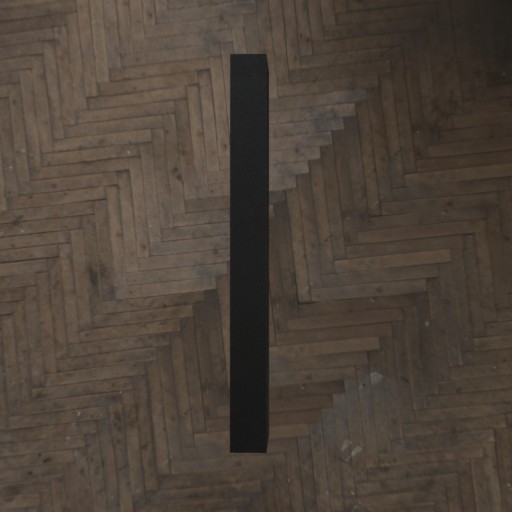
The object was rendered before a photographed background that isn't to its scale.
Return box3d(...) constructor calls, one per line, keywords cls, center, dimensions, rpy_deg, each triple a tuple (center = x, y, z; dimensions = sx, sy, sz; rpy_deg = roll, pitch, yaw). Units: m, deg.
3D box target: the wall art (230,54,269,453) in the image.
box3d(cls="wall art", center=(0.000, 0.000, 0.576), dimensions=(0.031, 0.457, 0.313), rpy_deg=(0, 89, 1))
